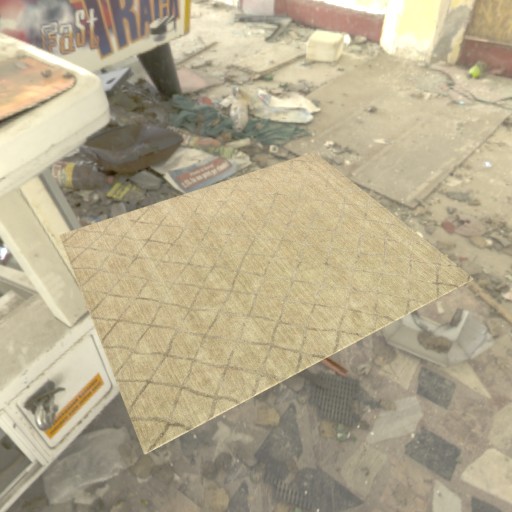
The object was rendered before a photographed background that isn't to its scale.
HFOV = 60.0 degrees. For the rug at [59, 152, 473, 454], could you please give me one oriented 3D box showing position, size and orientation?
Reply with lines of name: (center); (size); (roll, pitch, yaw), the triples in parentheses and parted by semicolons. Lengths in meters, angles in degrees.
rug: (0.000, 0.000, 4.119); (3.038, 0.019, 2.420); (-22, 49, -21)
